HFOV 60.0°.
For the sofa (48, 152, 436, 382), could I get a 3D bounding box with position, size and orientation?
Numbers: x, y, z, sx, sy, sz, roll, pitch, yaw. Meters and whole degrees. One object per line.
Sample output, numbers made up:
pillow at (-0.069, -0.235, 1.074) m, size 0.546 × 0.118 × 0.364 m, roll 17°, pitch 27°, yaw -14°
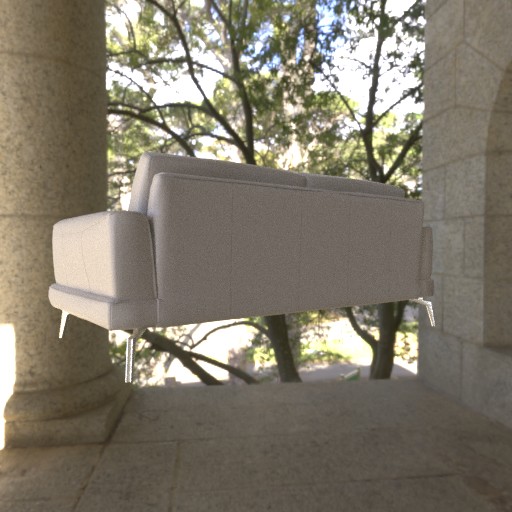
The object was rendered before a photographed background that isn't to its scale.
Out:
sofa at (0.000, 0.000, 2.686) m, size 2.177 × 0.930 × 1.121 m, roll -1°, pitch 1°, yaw -36°
